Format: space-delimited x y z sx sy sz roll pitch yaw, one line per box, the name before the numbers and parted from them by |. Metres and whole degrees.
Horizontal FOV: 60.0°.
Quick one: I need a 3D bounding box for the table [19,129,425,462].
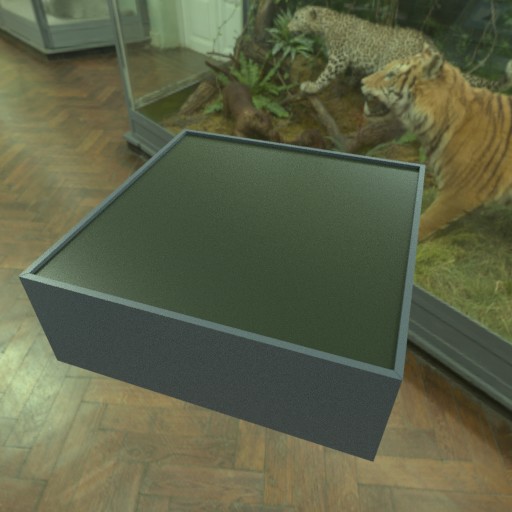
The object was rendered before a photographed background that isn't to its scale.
table | 0.000 0.000 1.236 0.801 0.299 0.801 12 41 15
